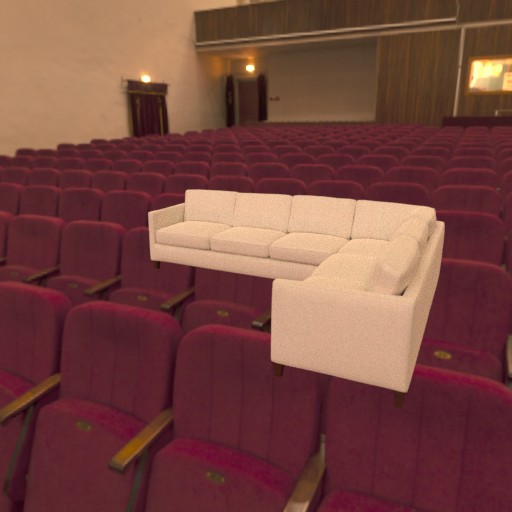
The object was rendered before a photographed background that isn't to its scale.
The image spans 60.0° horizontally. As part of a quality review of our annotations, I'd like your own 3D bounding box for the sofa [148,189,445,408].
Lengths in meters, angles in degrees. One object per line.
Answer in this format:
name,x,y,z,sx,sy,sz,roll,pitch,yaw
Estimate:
sofa,0.000,0.000,4.401,3.302,0.947,2.593,8,18,25
